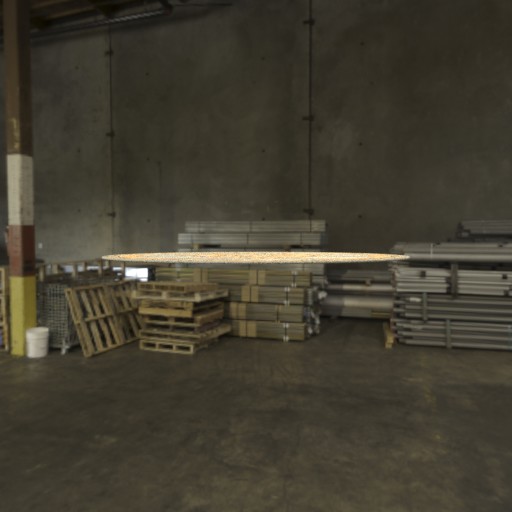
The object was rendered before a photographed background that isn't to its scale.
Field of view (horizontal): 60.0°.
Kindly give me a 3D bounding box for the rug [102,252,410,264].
[{"bbox_3d":[0.000,0.000,2.430,1.598,0.010,1.598,0,2,0],"label":"rug"}]
